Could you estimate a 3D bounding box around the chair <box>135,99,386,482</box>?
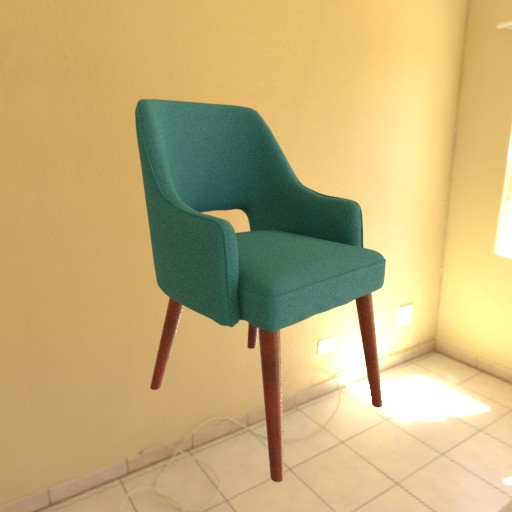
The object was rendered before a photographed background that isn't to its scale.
[{"bbox_3d":[0.000,0.000,1.232,0.548,0.849,0.605,-13,19,-42],"label":"chair"}]
